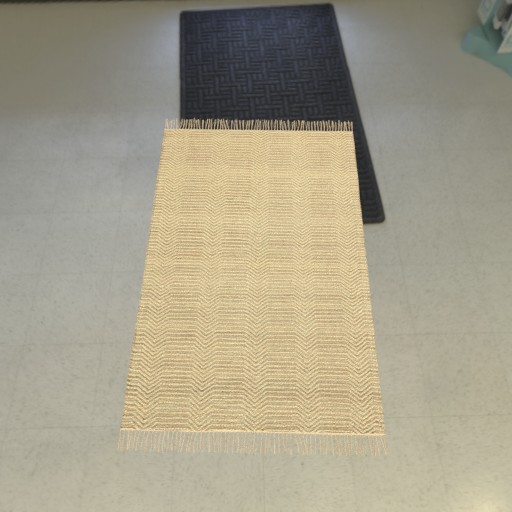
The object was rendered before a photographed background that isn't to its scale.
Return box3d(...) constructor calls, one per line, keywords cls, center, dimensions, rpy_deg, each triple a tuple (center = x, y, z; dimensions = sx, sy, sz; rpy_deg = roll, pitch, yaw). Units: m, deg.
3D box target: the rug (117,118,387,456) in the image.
box3d(cls="rug", center=(0.000, 0.000, 3.066), dimensions=(1.528, 0.034, 2.523), rpy_deg=(1, 63, 0))
